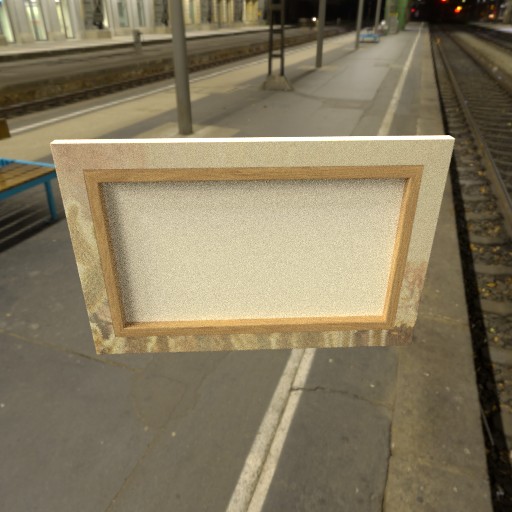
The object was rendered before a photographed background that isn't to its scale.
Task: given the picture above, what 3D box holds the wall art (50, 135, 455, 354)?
[{"bbox_3d":[0.000,0.000,1.446,1.142,0.758,0.041,-1,29,-2],"label":"wall art"}]
